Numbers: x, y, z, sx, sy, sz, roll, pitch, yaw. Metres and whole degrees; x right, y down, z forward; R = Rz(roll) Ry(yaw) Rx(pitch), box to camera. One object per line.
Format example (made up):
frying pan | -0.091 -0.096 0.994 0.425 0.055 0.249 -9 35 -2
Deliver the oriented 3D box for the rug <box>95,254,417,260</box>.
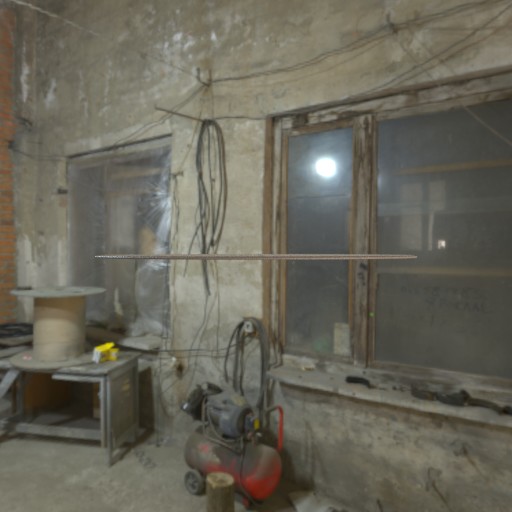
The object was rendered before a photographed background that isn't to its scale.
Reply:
rug | 0.000 0.000 2.330 1.593 0.012 1.593 0 1 0
